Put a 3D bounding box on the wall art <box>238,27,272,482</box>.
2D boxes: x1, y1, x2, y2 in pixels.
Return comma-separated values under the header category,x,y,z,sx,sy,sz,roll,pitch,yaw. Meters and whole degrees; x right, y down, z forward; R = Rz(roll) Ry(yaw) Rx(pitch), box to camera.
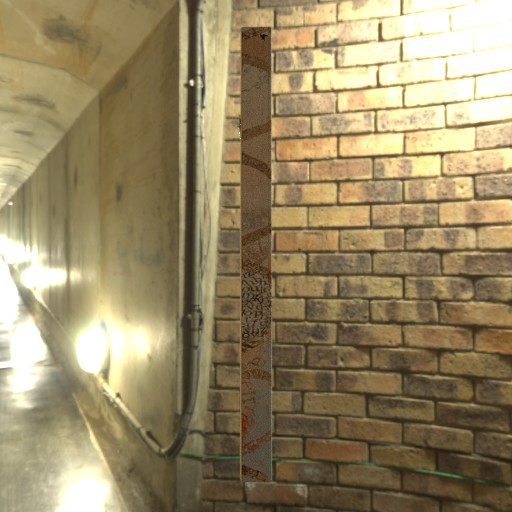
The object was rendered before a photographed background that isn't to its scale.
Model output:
category,x,y,z,sx,sy,sz,roll,pitch,yaw
wall art,0.000,0.000,0.743,0.038,0.508,0.507,0,-1,0
